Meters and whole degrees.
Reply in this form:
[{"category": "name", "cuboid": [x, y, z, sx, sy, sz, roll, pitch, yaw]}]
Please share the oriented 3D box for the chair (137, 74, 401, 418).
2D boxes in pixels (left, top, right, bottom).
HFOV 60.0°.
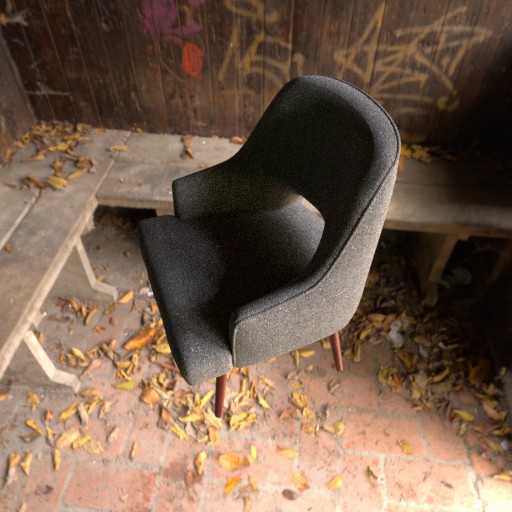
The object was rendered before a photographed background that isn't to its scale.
[{"category": "chair", "cuboid": [0.000, 0.000, 1.315, 0.629, 0.875, 0.608, -16, 49, -15]}]
